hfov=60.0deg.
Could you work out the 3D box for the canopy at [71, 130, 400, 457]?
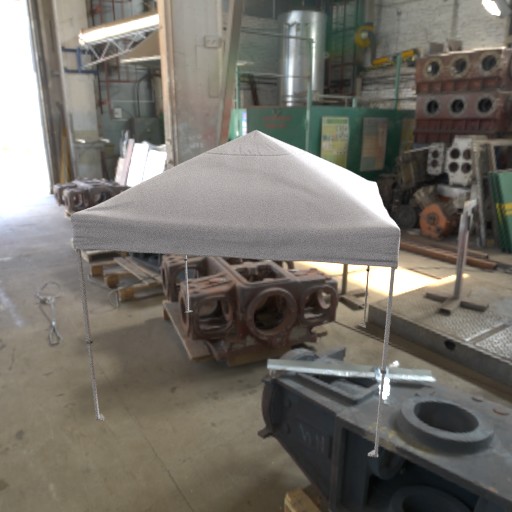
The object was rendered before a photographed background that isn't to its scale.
[{"bbox_3d":[0.000,0.000,5.484,2.998,2.997,2.996,3,17,10],"label":"canopy"}]
